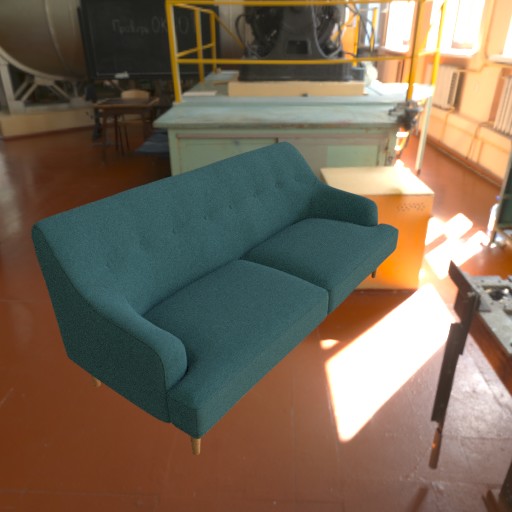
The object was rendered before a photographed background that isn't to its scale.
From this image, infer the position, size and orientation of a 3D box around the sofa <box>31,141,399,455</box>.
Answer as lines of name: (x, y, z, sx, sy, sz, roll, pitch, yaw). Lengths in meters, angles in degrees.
sofa: (0.000, 0.000, 2.534, 0.978, 0.871, 2.057, 18, 32, 32)
